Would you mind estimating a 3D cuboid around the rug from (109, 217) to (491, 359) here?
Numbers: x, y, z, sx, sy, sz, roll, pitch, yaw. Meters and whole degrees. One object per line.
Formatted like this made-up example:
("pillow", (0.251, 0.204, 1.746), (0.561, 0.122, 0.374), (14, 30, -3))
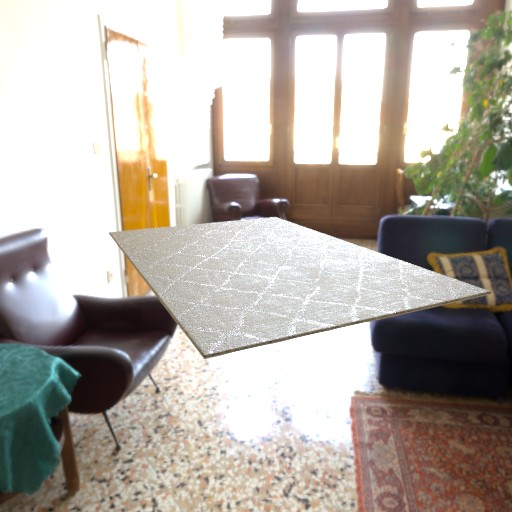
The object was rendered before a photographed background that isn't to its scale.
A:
("rug", (0.000, 0.000, 2.892), (1.521, 0.015, 2.280), (-7, 17, -25))
